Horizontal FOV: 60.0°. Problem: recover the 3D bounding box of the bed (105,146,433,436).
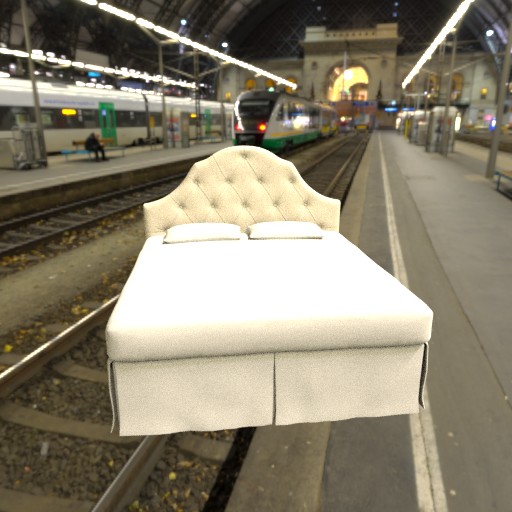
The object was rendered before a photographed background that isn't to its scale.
[{"bbox_3d":[0.000,0.000,3.437,2.012,1.555,2.086,-2,17,-6],"label":"bed"}]
